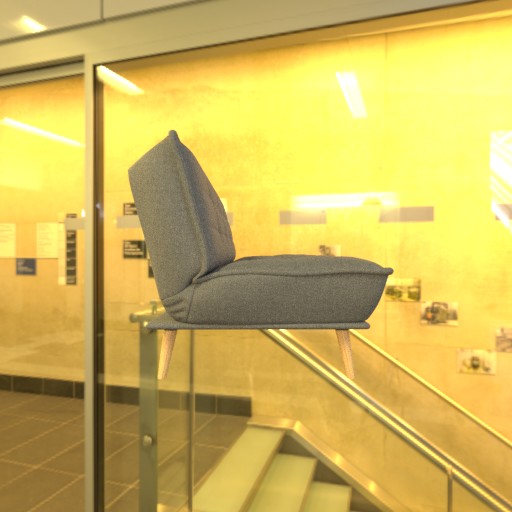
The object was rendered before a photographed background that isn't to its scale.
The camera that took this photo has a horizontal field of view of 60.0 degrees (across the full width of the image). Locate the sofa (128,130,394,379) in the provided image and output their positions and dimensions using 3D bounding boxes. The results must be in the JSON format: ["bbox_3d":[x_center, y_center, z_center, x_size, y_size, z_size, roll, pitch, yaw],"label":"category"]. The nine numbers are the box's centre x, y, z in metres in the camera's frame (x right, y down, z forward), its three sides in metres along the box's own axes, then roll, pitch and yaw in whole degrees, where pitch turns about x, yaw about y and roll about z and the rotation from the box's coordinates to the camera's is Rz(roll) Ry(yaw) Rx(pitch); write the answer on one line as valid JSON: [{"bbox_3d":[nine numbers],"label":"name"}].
[{"bbox_3d":[0.000,0.000,2.479,0.950,0.890,1.940,0,0,0],"label":"sofa"}]
